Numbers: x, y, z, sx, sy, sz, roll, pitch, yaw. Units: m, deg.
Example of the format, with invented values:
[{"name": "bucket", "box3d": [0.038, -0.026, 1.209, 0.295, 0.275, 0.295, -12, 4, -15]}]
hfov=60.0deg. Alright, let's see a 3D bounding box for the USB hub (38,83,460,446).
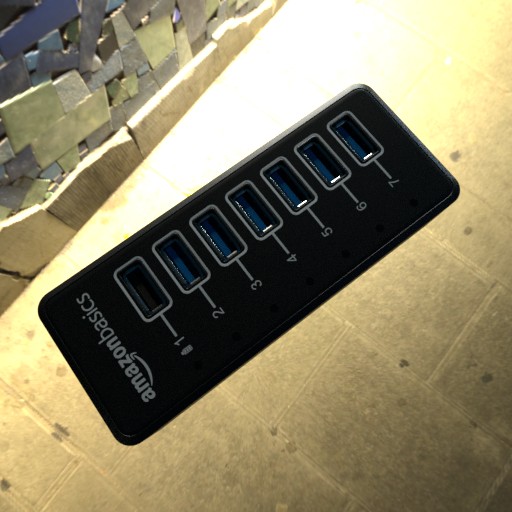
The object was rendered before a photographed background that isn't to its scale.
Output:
[{"name": "USB hub", "box3d": [0.000, 0.000, 0.126, 0.110, 0.023, 0.044, -36, 79, -8]}]
